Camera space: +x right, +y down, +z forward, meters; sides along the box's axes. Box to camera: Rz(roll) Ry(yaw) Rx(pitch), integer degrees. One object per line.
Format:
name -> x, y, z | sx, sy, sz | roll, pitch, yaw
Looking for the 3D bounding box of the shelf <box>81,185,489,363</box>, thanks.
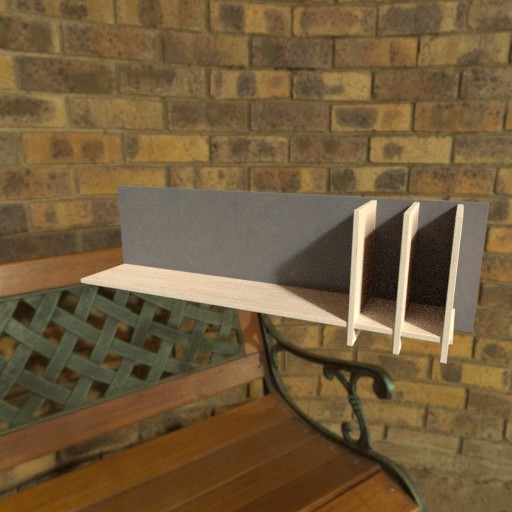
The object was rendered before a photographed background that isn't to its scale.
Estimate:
shelf -> 0.000, 0.000, 1.116 | 1.020, 0.300, 0.200 | 6, 15, 24
